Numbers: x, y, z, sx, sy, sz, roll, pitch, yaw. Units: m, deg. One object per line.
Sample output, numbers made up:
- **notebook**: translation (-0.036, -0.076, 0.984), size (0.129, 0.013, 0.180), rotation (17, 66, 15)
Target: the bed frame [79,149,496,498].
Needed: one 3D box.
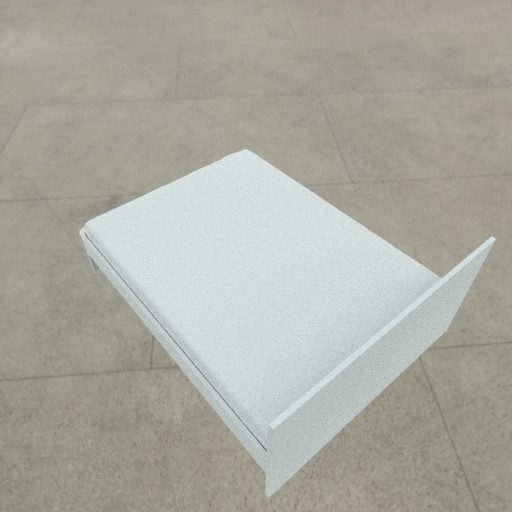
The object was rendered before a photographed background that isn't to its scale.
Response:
- **bed frame**: translation (0.000, 0.000, 2.682), size (1.490, 0.800, 1.950), rotation (-31, 54, -27)
